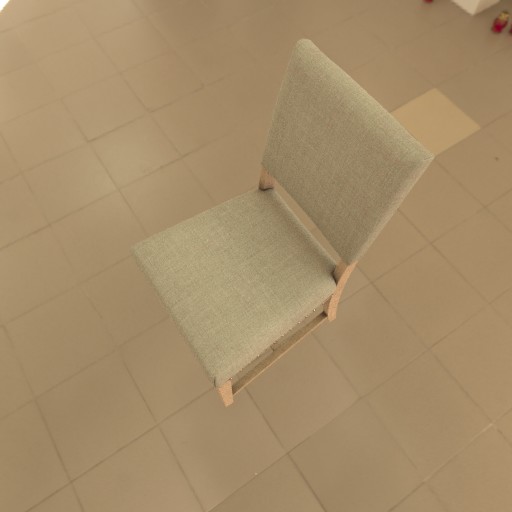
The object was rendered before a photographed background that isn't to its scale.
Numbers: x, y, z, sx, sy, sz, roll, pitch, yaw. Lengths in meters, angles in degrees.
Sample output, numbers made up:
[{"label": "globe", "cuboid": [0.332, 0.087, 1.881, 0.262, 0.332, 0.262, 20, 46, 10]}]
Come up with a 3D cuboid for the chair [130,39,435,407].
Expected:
[{"label": "chair", "cuboid": [0.000, 0.000, 1.346, 0.622, 0.986, 0.508, -31, 68, -14]}]
